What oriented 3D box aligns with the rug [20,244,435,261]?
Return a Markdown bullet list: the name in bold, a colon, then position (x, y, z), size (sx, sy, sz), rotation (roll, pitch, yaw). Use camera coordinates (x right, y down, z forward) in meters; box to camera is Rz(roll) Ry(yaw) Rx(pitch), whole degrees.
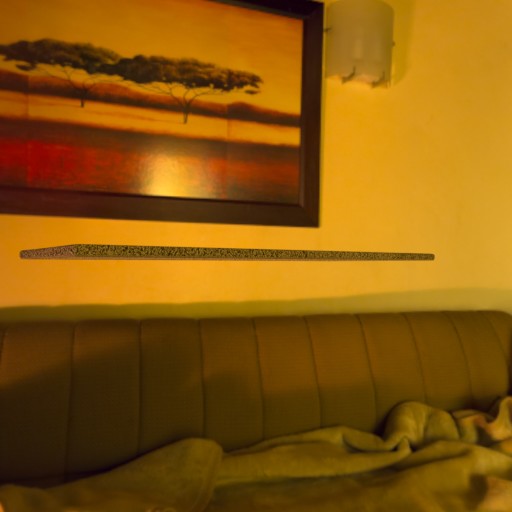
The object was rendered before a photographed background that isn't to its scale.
- **rug**: position (0.000, 0.000, 1.701), size (1.524, 0.030, 0.609), rotation (1, -1, -38)
